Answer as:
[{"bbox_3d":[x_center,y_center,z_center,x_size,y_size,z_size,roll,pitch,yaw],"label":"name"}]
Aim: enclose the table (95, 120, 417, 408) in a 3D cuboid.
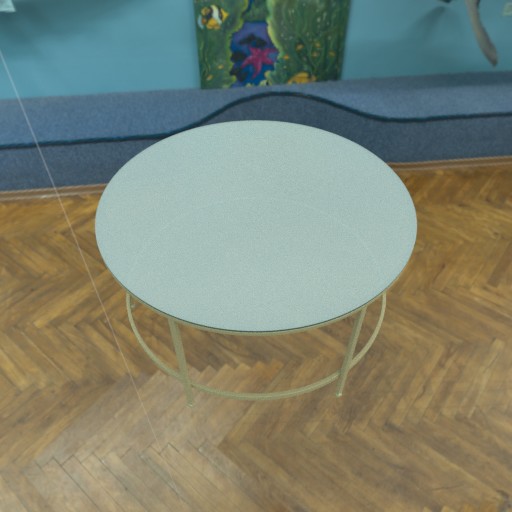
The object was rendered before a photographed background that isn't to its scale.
[{"bbox_3d":[0.000,0.000,1.458,0.914,0.470,0.914,0,46,0],"label":"table"}]
